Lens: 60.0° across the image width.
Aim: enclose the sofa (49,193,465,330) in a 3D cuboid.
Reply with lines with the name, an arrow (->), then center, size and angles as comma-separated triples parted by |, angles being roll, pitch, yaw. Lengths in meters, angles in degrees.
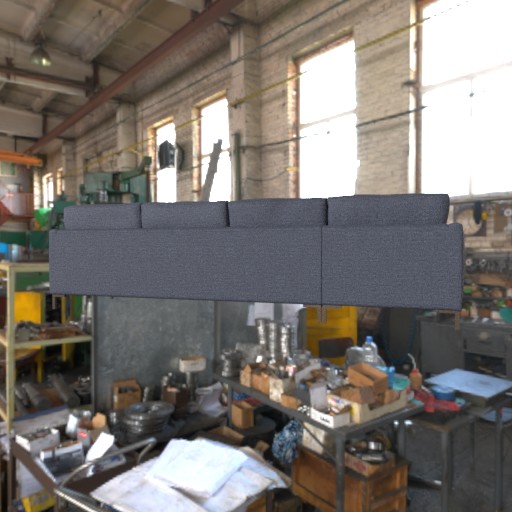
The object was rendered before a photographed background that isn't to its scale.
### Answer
sofa -> 0.000, 0.000, 2.968 | 2.445, 0.673, 1.125 | 0, 1, 18
